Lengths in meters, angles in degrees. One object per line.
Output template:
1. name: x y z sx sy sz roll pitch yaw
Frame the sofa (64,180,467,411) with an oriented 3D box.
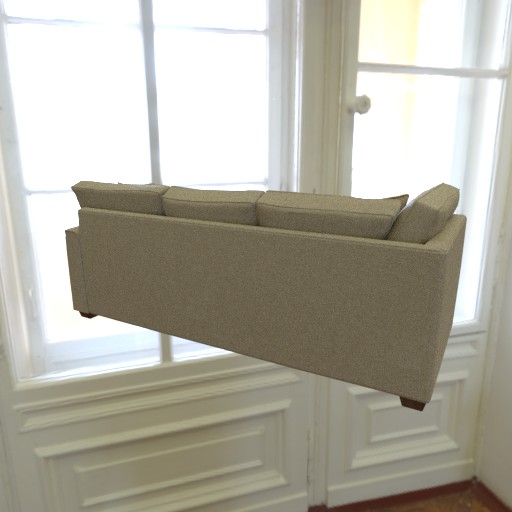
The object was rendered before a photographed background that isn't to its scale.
1. sofa: 0.000 0.000 2.824 2.323 0.948 1.053 8 17 28
